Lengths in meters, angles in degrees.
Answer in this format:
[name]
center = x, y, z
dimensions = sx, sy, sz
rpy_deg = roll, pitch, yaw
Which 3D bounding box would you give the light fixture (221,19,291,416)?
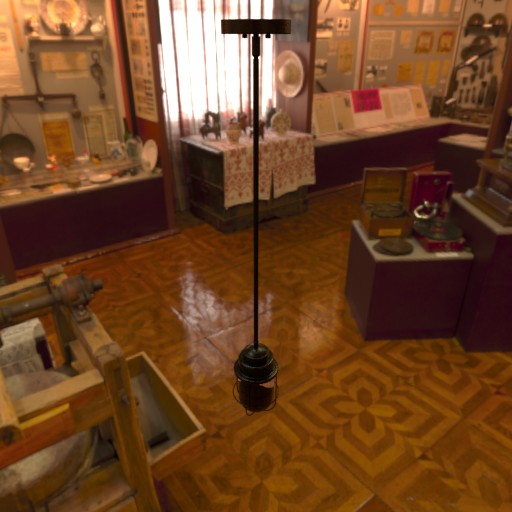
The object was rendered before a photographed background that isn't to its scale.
[light fixture]
center = 0.000, 0.000, 0.978
dimensions = 0.123, 0.920, 0.123
rpy_deg = -18, 32, -31
